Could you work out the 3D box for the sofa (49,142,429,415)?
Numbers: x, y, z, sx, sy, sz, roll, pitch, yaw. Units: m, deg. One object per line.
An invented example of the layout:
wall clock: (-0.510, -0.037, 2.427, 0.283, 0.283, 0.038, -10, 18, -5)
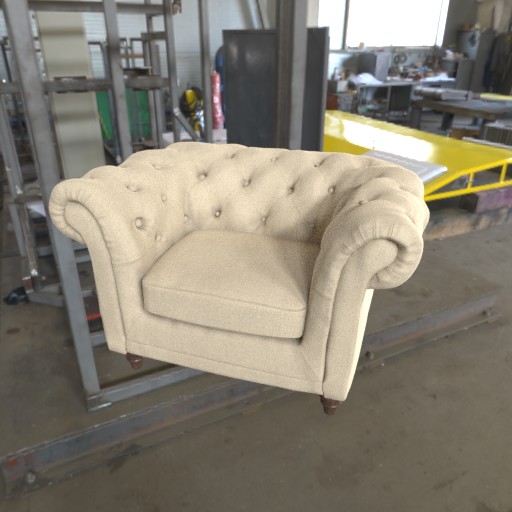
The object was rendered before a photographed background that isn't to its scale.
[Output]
sofa: (0.000, 0.000, 2.050, 1.405, 0.878, 1.034, 8, 27, 16)
